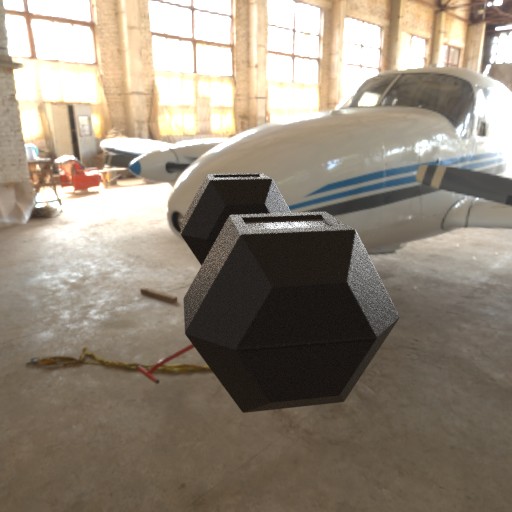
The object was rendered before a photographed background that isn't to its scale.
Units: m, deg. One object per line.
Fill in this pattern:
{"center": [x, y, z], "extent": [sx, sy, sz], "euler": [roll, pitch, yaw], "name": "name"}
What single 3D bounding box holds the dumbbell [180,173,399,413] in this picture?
{"center": [0.000, 0.000, 0.427], "extent": [0.141, 0.123, 0.356], "euler": [-3, 17, -9], "name": "dumbbell"}
